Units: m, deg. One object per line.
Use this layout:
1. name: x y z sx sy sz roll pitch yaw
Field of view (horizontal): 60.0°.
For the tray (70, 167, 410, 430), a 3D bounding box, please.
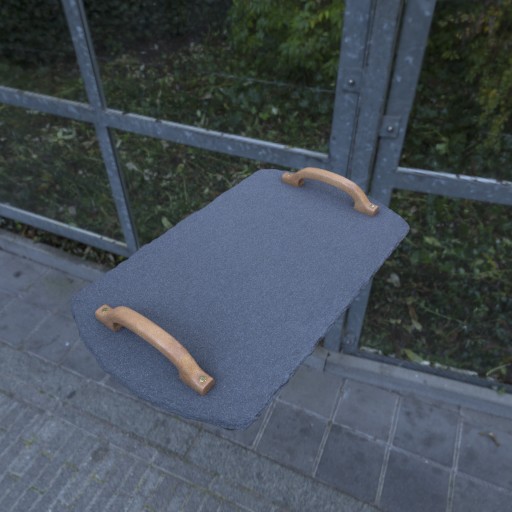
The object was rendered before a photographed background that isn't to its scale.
1. tray: 0.000 0.000 0.486 0.231 0.062 0.387 26 47 27
